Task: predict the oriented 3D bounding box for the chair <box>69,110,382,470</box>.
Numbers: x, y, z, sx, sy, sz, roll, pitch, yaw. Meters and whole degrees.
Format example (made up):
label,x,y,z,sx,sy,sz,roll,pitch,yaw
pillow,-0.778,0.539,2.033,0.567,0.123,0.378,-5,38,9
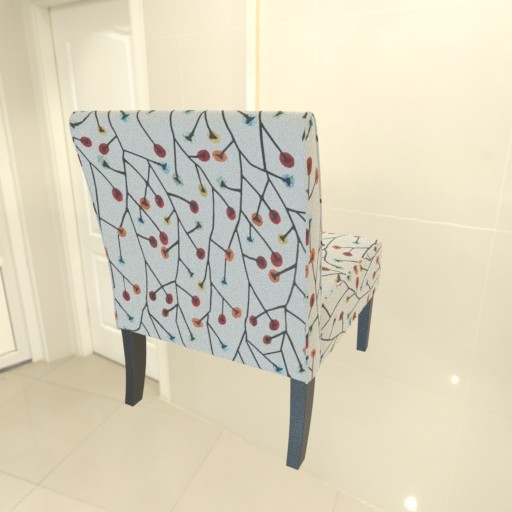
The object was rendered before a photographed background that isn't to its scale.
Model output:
label,x,y,z,sx,sy,sz,roll,pitch,yaw
chair,0.000,0.000,1.296,0.597,0.813,0.732,9,21,26
